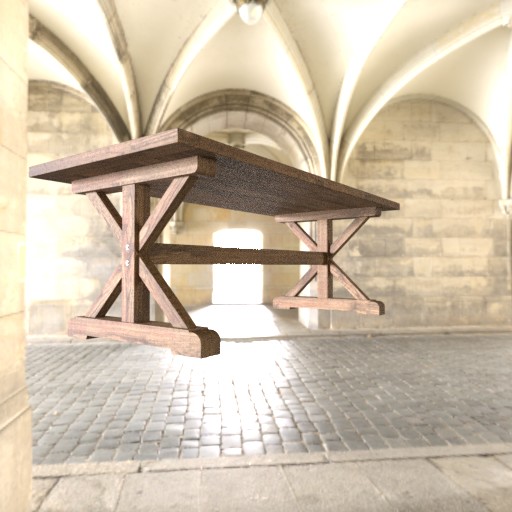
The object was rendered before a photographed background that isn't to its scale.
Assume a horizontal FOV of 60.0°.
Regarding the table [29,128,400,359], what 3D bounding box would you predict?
[{"bbox_3d":[0.000,0.000,2.426,0.907,0.733,2.031,-1,-2,36],"label":"table"}]
